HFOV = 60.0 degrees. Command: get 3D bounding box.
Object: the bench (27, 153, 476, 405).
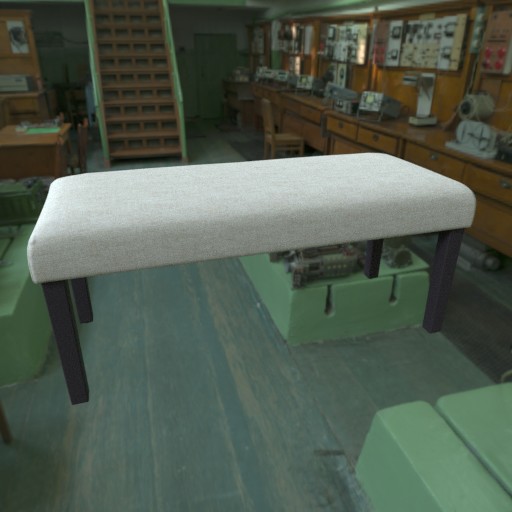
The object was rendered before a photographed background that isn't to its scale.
[{"bbox_3d":[0.000,0.000,1.196,1.013,0.456,0.407,-7,27,-15],"label":"bench"}]
